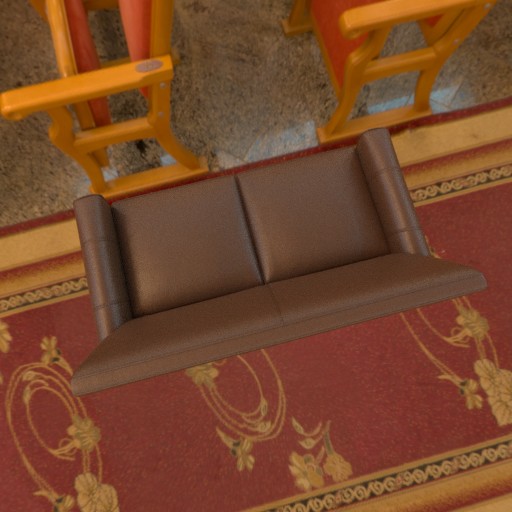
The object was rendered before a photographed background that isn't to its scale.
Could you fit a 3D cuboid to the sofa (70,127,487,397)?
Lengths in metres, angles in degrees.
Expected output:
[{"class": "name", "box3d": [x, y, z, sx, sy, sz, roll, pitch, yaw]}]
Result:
[{"class": "sofa", "box3d": [0.000, 0.000, 2.020, 1.468, 0.859, 0.853, -14, 76, -4]}]
